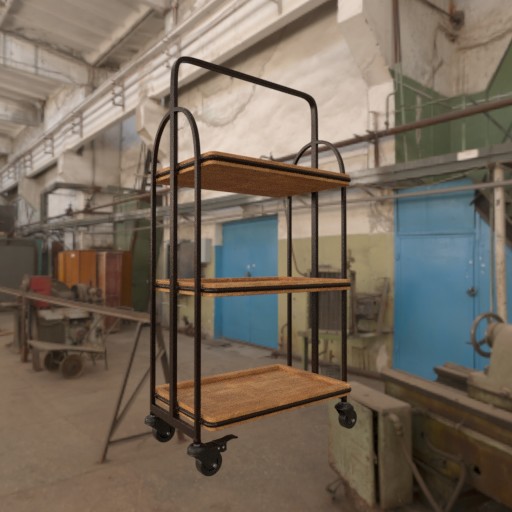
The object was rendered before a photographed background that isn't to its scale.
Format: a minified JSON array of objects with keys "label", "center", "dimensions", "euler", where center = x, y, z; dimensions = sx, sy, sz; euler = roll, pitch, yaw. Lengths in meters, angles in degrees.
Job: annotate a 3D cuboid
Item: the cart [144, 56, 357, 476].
[{"label":"cart","center":[0.000,0.000,1.243],"dimensions":[0.553,1.001,0.327],"euler":[1,-1,-37]}]
